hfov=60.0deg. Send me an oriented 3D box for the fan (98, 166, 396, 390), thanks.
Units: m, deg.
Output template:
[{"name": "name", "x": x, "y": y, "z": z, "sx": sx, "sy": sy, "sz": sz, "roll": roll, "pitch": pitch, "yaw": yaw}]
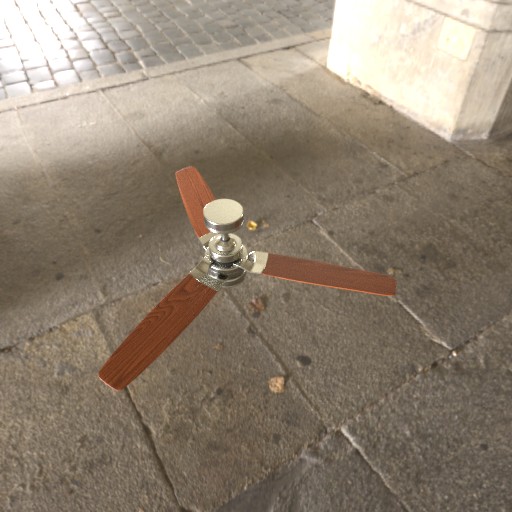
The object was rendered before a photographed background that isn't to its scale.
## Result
[{"name": "fan", "x": 0.000, "y": 0.000, "z": 2.000, "sx": 1.271, "sy": 0.410, "sz": 1.416, "roll": 10, "pitch": 47, "yaw": 9}]
